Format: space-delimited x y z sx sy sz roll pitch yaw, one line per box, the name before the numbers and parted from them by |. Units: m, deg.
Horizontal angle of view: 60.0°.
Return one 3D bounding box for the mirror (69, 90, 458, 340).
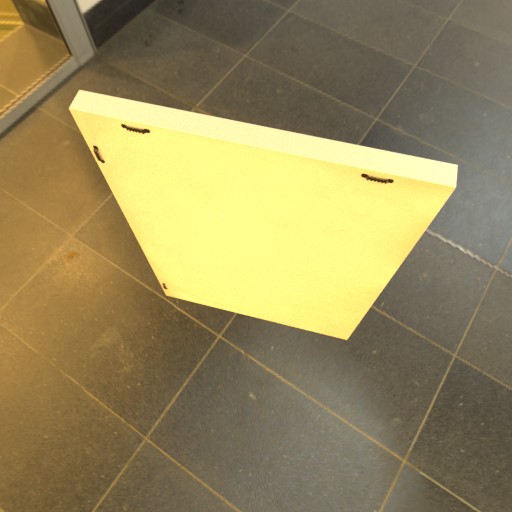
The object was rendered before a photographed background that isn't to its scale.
mirror | 0.000 0.000 0.889 0.507 0.710 0.040 13 65 6
